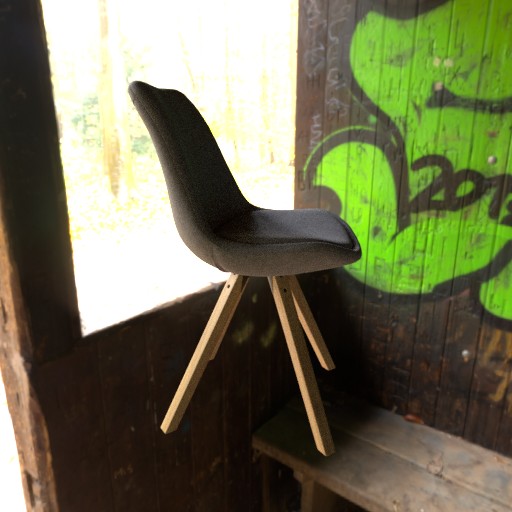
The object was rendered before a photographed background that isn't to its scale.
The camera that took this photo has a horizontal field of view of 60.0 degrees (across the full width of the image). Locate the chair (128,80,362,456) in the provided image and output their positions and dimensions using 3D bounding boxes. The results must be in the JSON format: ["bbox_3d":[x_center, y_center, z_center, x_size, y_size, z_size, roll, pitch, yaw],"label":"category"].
[{"bbox_3d":[0.000,0.000,1.188,0.550,0.865,0.483,3,16,9],"label":"chair"}]
